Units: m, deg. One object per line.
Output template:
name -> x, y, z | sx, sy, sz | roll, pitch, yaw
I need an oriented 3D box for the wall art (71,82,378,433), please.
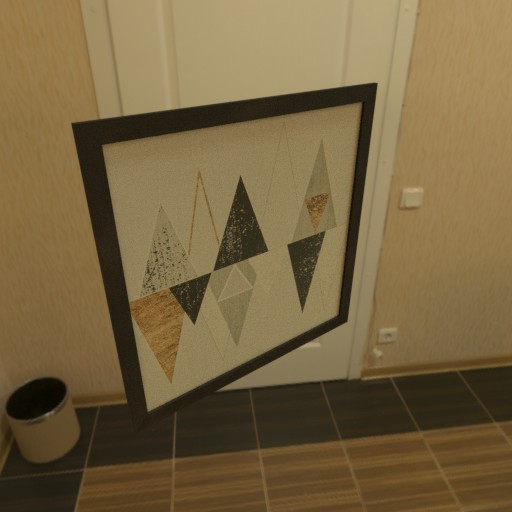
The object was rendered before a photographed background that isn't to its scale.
wall art -> 0.000, 0.000, 1.214 | 0.823, 0.823, 0.013 | -20, 35, -31
